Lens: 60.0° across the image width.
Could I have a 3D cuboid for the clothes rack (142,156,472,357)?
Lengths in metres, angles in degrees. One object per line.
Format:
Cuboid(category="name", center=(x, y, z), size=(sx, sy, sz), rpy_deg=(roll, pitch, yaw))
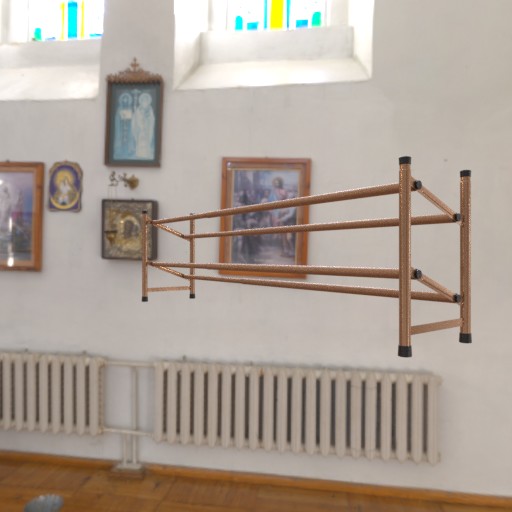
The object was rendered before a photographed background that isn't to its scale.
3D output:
Cuboid(category="clothes rack", center=(0.000, 0.000, 1.296), size=(0.229, 0.349, 1.168), rpy_deg=(0, 0, -37))
